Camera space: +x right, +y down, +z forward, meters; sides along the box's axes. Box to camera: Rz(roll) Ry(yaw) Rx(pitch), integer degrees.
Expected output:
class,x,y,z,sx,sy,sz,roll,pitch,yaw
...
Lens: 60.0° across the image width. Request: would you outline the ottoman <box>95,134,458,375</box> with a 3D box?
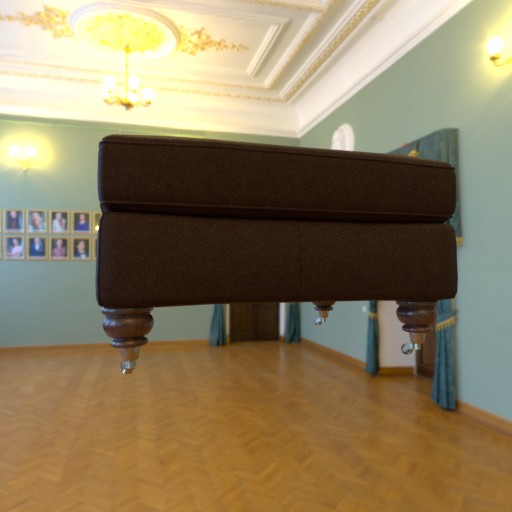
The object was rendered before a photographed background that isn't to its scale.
class,x,y,z,sx,sy,sz,roll,pitch,yaw
ottoman,0.000,0.000,1.808,1.187,0.730,0.967,0,-2,-17
